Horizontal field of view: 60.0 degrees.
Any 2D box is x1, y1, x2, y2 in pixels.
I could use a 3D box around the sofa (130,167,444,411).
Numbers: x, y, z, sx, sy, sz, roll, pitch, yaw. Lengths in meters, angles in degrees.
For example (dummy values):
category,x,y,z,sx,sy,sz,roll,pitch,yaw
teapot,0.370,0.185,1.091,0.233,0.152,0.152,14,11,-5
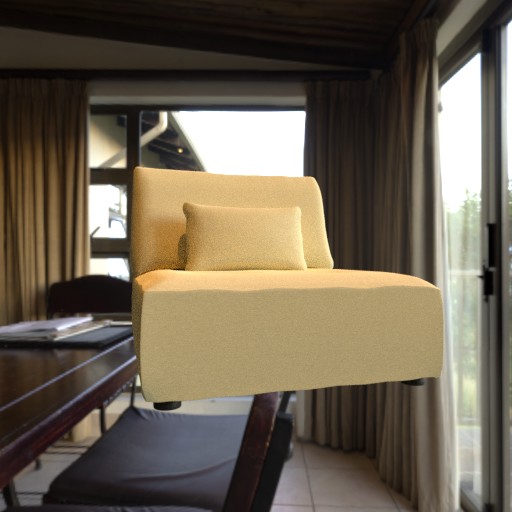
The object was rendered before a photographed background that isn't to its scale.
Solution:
category,x,y,z,sx,sy,sz,roll,pitch,yaw
sofa,0.000,0.000,1.729,0.930,0.820,1.000,0,0,-17
